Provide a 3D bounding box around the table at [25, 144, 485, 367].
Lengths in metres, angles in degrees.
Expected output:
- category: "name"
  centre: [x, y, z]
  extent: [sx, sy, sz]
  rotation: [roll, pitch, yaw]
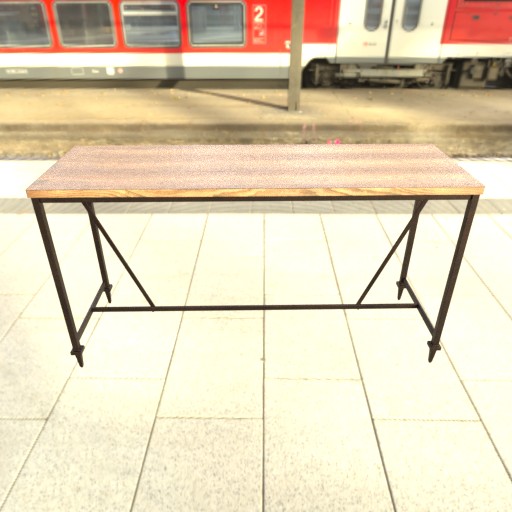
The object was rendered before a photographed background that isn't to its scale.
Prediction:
- category: "table"
  centre: [0.000, 0.000, 2.092]
  extent: [1.700, 0.902, 0.551]
  rotation: [-1, 31, -1]
